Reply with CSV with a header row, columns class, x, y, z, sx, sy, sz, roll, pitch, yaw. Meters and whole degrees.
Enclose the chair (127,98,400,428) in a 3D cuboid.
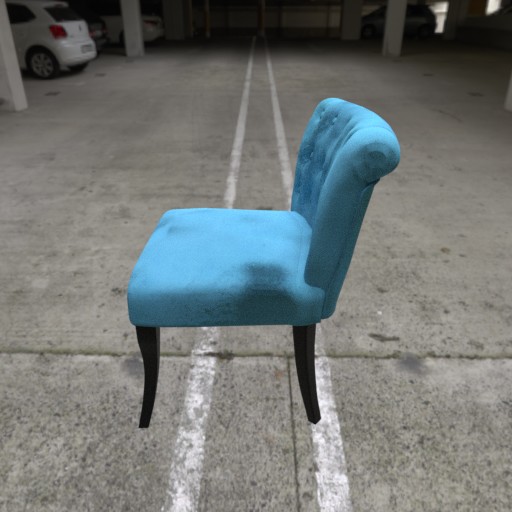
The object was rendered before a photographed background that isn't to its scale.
class,x,y,z,sx,sy,sz,roll,pitch,yaw
chair,0.000,0.000,1.192,0.605,0.750,0.582,0,26,0
